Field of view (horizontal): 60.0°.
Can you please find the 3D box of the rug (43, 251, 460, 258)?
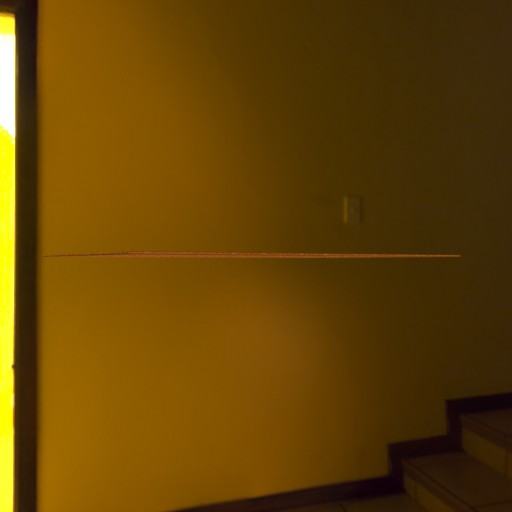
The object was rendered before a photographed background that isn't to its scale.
[{"bbox_3d":[0.000,0.000,2.310,1.829,0.010,1.213,0,-1,-36],"label":"rug"}]
